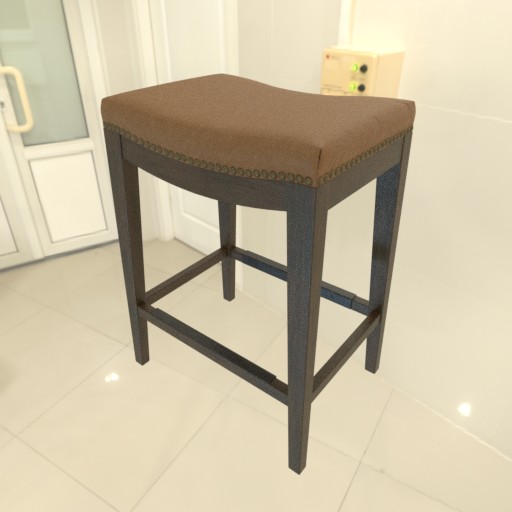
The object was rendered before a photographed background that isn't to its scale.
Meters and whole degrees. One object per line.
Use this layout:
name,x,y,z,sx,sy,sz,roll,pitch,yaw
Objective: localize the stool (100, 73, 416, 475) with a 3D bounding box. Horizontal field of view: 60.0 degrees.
stool,0.000,0.000,0.952,0.500,0.660,0.361,22,38,32
